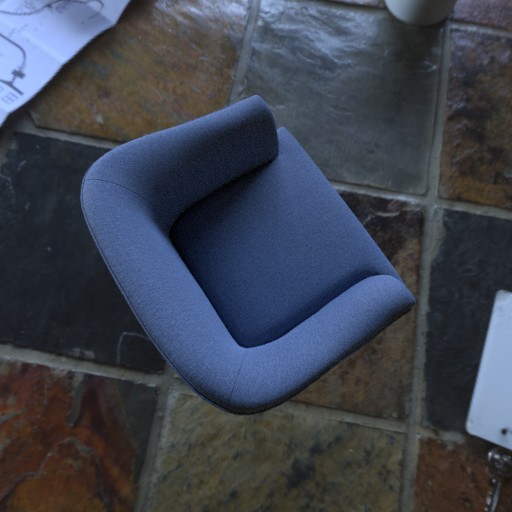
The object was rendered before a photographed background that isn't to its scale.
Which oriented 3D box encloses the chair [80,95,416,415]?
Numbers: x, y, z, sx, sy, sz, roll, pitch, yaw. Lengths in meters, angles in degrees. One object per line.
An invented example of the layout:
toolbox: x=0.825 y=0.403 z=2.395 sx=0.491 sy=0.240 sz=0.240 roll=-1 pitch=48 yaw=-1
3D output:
chair: x=0.000 y=0.000 z=1.415 sx=0.704 sy=0.815 sz=0.798 roll=-33 pitch=78 yaw=-8
